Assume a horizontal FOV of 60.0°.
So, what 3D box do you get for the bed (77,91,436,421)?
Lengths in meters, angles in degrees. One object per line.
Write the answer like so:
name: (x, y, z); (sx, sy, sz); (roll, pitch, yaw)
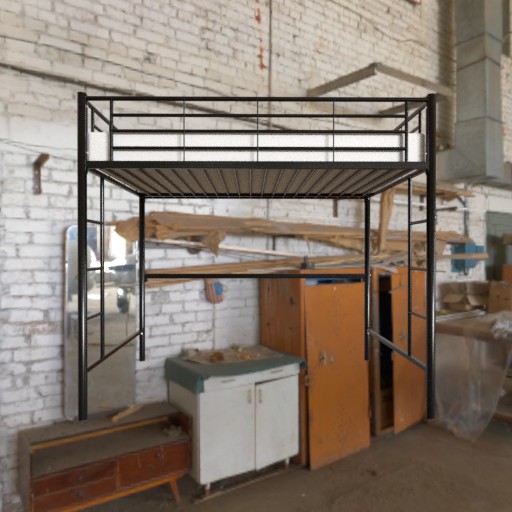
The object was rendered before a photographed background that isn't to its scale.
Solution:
bed: (0.000, 0.000, 3.133); (1.994, 1.803, 1.397); (0, 0, -1)
